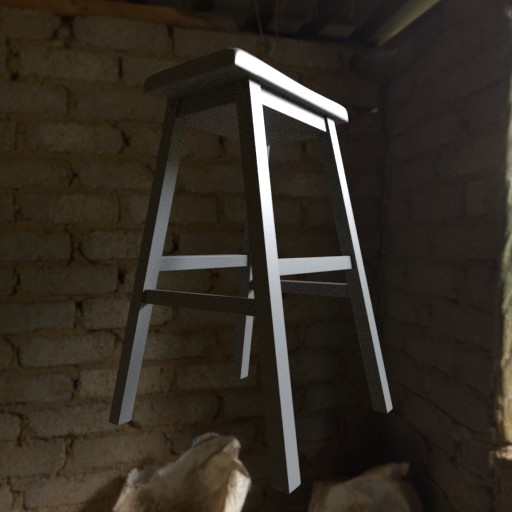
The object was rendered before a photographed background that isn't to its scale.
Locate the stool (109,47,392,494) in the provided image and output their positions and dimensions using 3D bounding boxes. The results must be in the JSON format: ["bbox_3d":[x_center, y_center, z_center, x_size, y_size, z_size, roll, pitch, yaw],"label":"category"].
[{"bbox_3d":[0.000,0.000,1.016,0.476,0.737,0.457,1,2,37],"label":"stool"}]
